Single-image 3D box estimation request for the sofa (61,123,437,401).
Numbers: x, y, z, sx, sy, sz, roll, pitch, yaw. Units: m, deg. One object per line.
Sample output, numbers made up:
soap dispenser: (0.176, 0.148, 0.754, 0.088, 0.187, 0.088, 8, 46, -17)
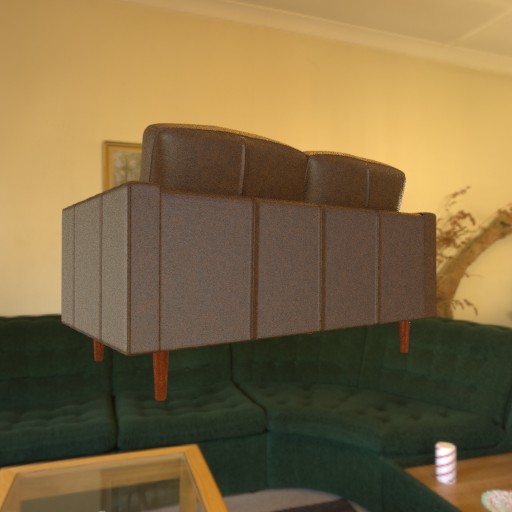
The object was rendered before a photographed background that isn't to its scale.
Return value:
sofa: (0.000, 0.000, 2.125, 1.578, 0.951, 0.909, 0, -1, -36)
